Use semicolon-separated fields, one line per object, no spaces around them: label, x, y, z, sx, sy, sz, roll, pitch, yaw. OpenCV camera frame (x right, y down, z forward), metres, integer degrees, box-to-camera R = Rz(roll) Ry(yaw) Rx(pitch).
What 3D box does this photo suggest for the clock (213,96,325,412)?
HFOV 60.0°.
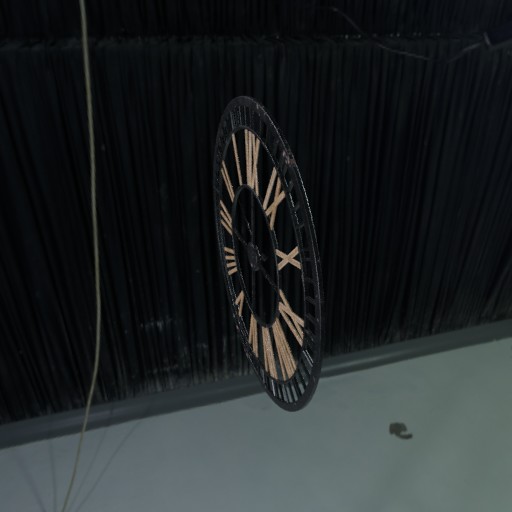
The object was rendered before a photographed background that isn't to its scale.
clock;0.000;0.000;1.238;0.025;0.843;0.843;-10;31;-17
